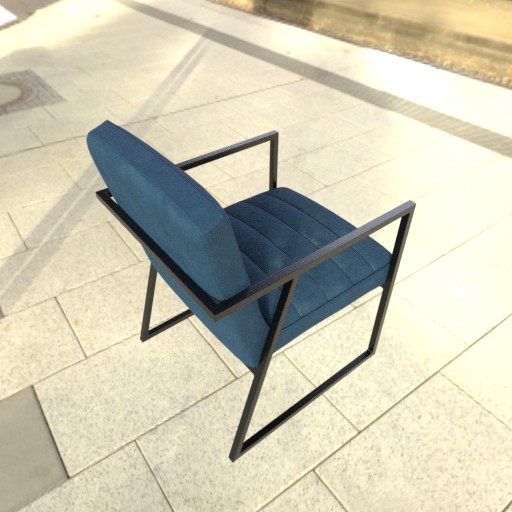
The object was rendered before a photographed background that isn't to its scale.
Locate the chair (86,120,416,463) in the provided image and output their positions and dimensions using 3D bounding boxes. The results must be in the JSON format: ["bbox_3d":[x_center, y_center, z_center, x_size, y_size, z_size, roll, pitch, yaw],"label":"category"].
[{"bbox_3d":[0.000,0.000,1.304,0.677,0.833,0.571,-27,47,-28],"label":"chair"}]
